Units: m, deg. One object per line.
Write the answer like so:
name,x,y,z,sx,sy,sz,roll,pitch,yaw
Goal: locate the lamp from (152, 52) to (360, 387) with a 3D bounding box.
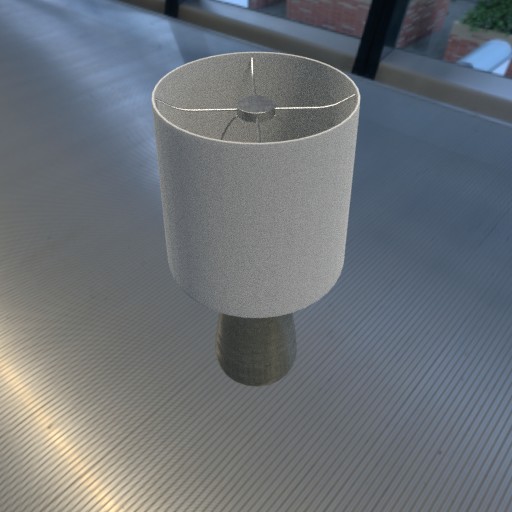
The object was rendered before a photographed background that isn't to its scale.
lamp,0.000,0.000,0.481,0.186,0.369,0.186,0,45,0
